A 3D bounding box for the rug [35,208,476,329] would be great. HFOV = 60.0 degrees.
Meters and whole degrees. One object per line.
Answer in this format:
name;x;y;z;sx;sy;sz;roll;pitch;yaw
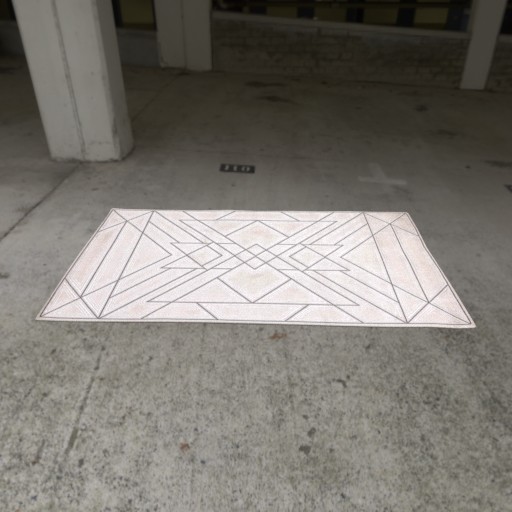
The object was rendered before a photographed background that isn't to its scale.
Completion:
rug;0.000;0.000;1.083;0.869;0.008;0.511;1;31;1
